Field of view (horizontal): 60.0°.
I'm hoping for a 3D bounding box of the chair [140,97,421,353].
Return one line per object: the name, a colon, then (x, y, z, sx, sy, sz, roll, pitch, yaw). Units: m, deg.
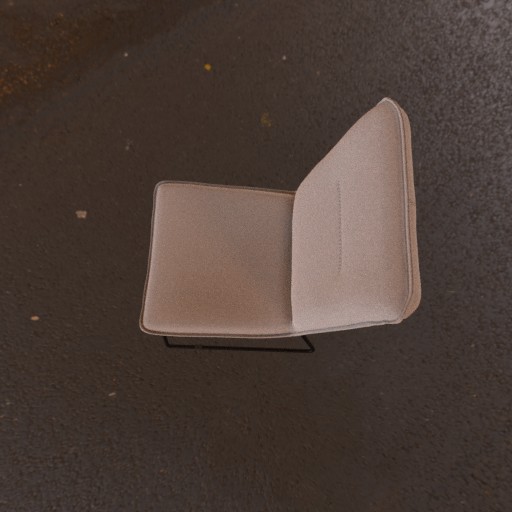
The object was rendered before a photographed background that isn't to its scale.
chair: (0.000, 0.000, 1.365, 0.688, 0.930, 0.515, 2, 74, 1)
